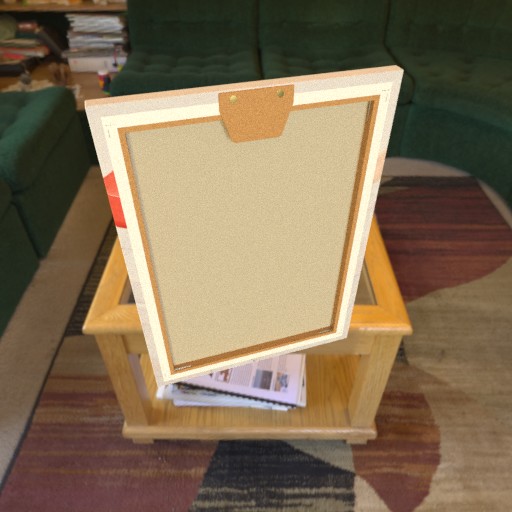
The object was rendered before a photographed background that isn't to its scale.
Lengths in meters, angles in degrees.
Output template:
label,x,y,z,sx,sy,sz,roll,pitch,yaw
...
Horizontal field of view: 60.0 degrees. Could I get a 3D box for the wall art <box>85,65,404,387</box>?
label,x,y,z,sx,sy,sz,roll,pitch,yaw
wall art,0.000,0.000,1.103,0.613,0.848,0.036,-12,42,-13
